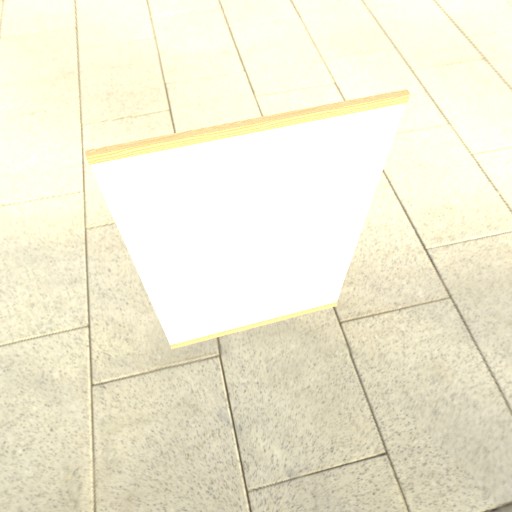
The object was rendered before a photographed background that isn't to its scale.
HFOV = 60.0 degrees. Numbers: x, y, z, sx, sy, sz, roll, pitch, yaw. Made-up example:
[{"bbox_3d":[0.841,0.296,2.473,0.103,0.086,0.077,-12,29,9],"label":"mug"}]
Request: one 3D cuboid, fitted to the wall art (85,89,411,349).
[{"bbox_3d":[0.000,0.000,1.979,1.011,1.521,0.025,-13,59,-8],"label":"wall art"}]
